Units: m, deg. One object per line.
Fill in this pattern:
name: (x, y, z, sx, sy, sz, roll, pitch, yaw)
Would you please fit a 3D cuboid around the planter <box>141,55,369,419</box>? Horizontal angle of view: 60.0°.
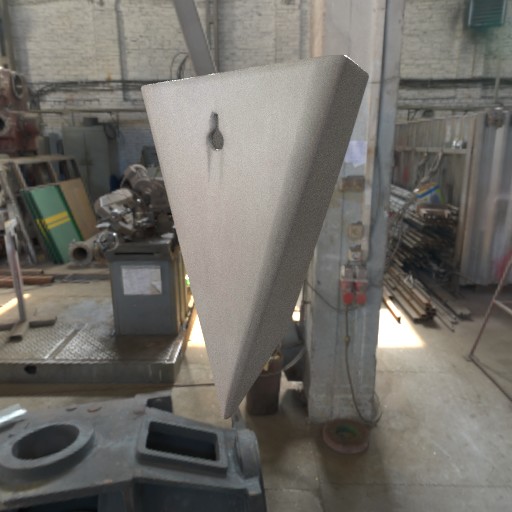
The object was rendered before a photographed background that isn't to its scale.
planter: (0.000, 0.000, 0.264, 0.060, 0.197, 0.150, -14, 20, -43)
